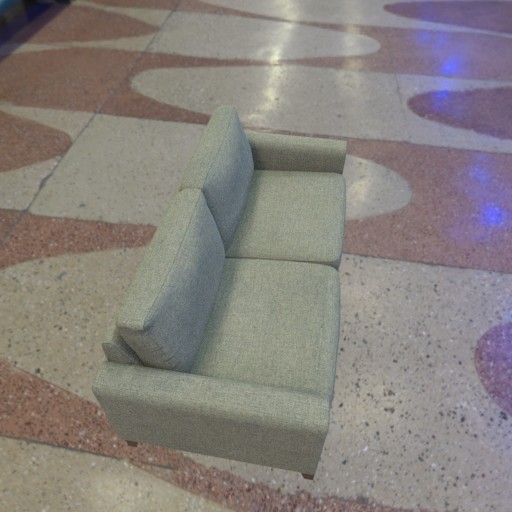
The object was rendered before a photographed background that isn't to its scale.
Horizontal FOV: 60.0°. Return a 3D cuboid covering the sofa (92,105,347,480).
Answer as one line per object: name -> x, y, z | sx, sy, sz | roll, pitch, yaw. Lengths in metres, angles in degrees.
sofa -> 0.000, 0.000, 2.453 | 0.969, 0.892, 1.978 | 7, 47, 7
